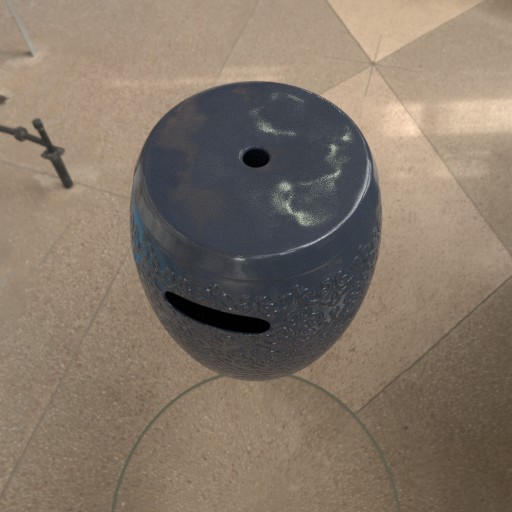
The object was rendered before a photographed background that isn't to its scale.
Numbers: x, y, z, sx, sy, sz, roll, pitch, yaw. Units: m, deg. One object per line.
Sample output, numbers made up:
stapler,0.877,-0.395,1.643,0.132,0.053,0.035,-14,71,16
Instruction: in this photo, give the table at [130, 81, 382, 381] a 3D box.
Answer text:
table,0.000,0.000,0.610,0.309,0.397,0.309,0,60,0
